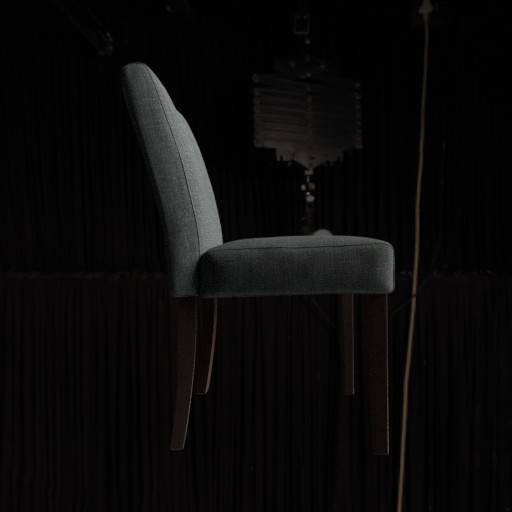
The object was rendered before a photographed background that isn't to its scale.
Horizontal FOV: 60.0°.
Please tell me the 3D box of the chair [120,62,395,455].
[{"bbox_3d":[0.000,0.000,1.208,0.629,0.884,0.487,0,1,2],"label":"chair"}]
